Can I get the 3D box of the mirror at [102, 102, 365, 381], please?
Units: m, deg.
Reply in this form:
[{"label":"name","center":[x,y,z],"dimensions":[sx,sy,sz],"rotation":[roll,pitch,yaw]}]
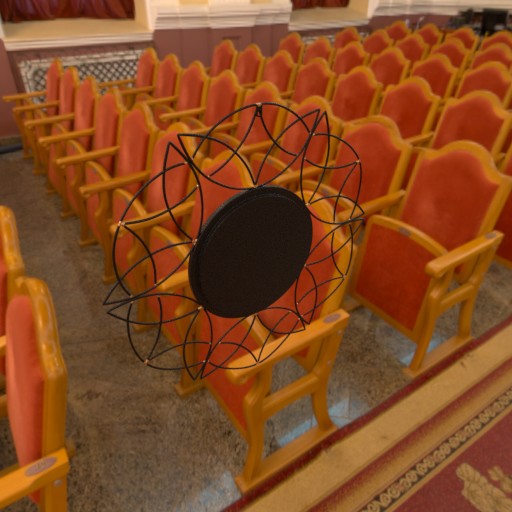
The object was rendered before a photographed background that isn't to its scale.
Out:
[{"label":"mirror","center":[0.000,0.000,1.154],"dimensions":[0.797,0.775,0.028],"rotation":[-19,37,-28]}]
